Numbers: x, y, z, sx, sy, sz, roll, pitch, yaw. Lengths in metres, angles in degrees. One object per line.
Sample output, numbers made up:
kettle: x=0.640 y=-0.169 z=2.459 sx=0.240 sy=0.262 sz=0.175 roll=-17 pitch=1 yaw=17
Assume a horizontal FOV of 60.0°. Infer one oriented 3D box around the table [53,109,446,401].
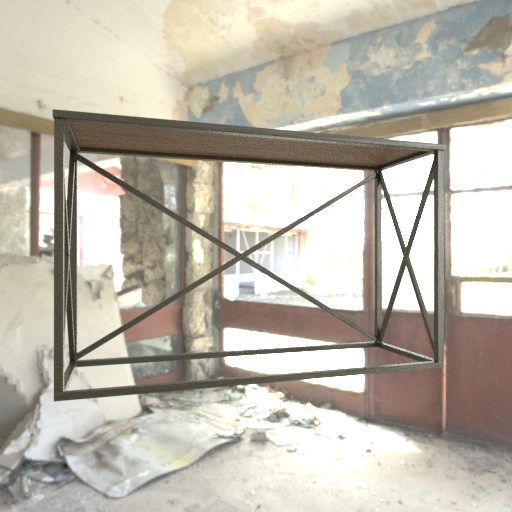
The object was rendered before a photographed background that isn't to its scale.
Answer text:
table: x=0.000 y=0.000 z=1.507 sx=1.216 sy=0.753 sz=0.402 roll=0 pitch=0 yaw=-17
